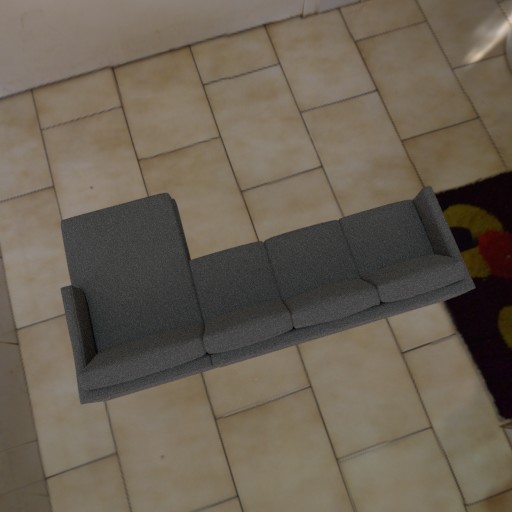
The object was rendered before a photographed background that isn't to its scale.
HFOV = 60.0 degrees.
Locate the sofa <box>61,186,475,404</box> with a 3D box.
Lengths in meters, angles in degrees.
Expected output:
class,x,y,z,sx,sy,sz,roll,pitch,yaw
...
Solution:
class,x,y,z,sx,sy,sz,roll,pitch,yaw
sofa,0.000,0.000,3.842,3.186,0.846,1.625,-16,75,-4
